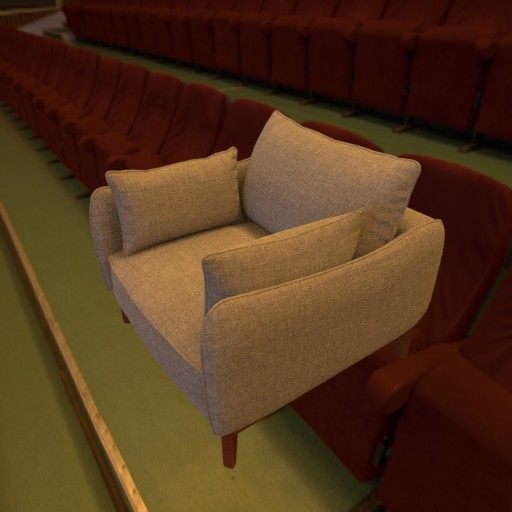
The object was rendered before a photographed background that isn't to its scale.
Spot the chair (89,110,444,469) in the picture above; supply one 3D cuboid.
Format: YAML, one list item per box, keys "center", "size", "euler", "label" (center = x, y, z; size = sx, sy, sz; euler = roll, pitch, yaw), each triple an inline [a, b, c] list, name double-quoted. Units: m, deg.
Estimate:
- center: [0.000, 0.000, 1.693]
  size: [0.976, 0.839, 0.993]
  euler: [-20, 37, -30]
  label: "chair"
